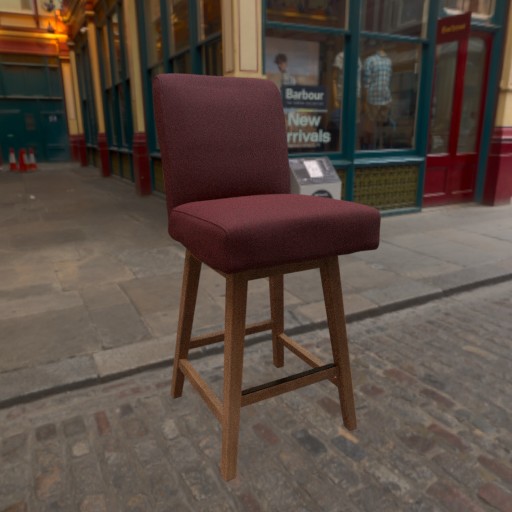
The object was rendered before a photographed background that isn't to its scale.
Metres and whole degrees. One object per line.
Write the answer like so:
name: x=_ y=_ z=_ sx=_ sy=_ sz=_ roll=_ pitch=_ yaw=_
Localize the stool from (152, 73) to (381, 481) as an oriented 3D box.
stool: x=0.000 y=0.000 z=1.310 sx=0.468 sy=1.038 sz=0.562 roll=-9 pitch=18 yaw=-28
